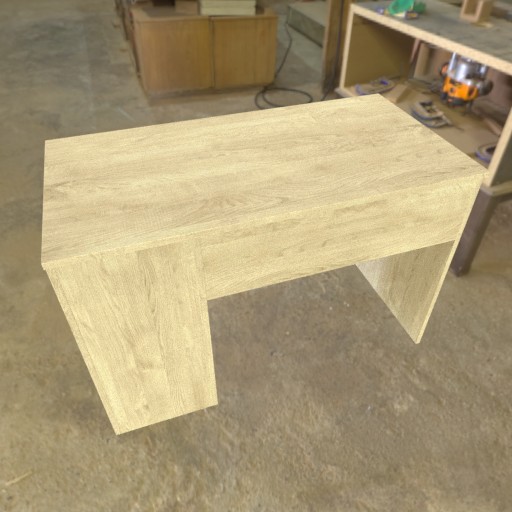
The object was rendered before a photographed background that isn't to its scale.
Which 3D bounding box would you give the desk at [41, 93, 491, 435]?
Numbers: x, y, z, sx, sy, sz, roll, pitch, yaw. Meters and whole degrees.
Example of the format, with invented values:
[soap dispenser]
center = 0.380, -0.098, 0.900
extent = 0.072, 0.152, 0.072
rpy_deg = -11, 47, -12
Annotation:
[desk]
center = 0.000, 0.000, 1.458
extent = 1.097, 0.735, 0.560
rpy_deg = -13, 43, -14
